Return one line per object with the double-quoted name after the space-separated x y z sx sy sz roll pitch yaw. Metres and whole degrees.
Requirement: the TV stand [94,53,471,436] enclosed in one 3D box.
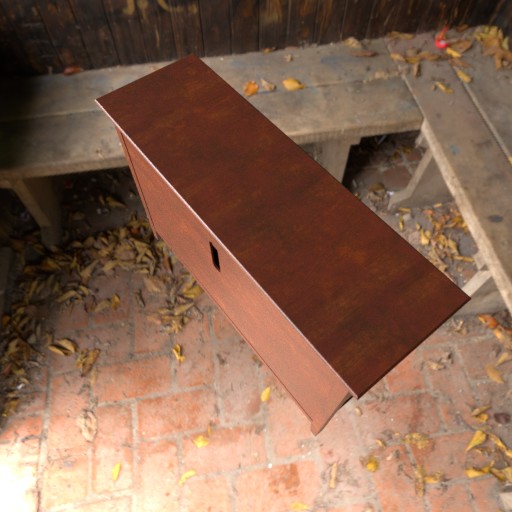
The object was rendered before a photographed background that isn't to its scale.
0.000 0.000 1.822 0.445 0.915 1.372 -34 65 -18 "TV stand"
